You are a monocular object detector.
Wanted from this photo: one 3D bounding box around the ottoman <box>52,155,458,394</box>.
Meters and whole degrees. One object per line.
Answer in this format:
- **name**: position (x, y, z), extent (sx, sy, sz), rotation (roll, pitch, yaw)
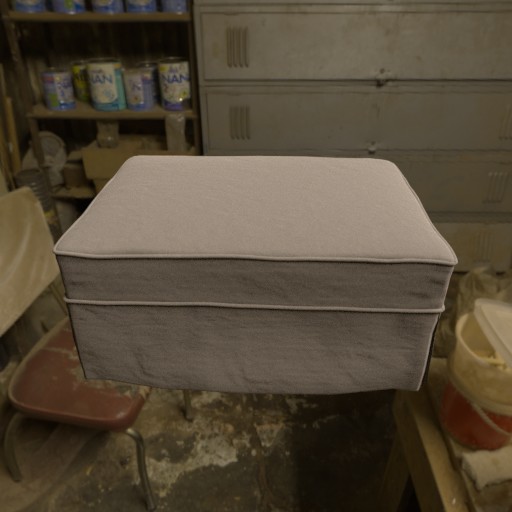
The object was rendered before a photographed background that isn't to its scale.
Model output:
- **ottoman**: position (0.000, 0.000, 1.339), extent (0.944, 0.479, 0.703), rotation (1, 32, 2)
